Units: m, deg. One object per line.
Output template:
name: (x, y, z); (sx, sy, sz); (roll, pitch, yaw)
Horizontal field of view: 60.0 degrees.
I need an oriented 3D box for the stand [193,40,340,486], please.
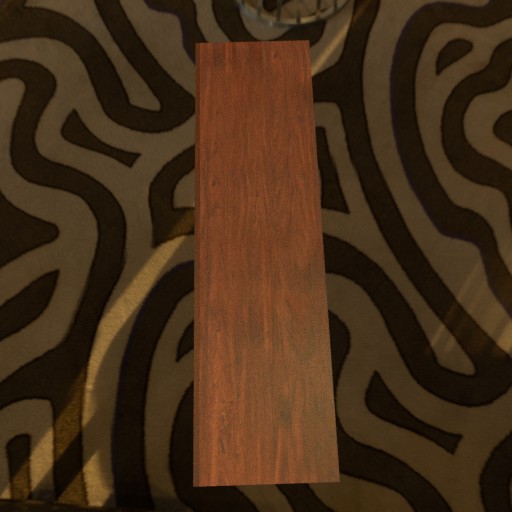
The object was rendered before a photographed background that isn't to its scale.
stand: (0.000, 0.000, 1.879); (0.481, 0.610, 1.626); (-2, 76, 0)
